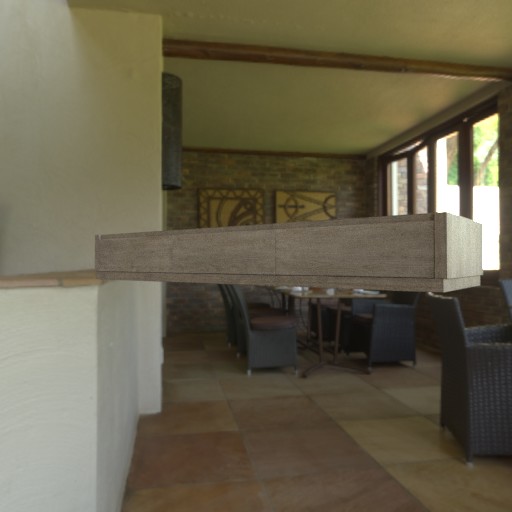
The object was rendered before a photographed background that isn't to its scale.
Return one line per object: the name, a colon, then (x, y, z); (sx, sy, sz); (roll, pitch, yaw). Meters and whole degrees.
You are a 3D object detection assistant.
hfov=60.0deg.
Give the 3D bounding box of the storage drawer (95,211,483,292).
storage drawer: (0.000, 0.000, 2.353); (2.072, 0.274, 0.591); (-1, -1, 38)
